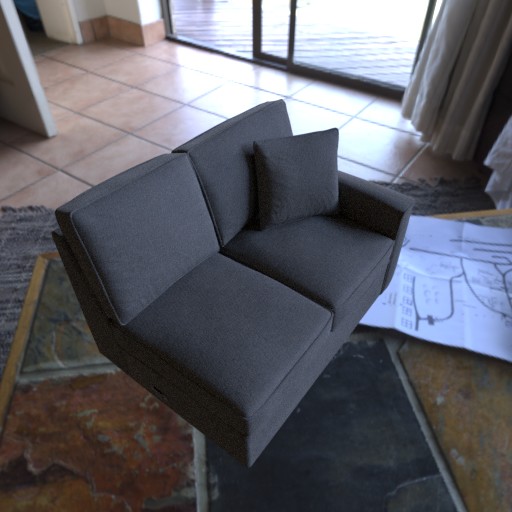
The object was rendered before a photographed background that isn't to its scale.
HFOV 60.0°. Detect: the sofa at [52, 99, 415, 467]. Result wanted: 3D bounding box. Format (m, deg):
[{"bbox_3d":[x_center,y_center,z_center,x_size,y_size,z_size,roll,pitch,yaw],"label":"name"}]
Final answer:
[{"bbox_3d":[0.000,0.000,2.105,0.991,0.989,1.388,27,49,27],"label":"sofa"}]
